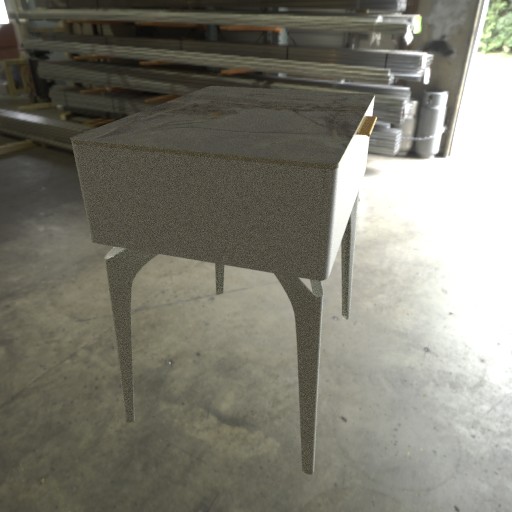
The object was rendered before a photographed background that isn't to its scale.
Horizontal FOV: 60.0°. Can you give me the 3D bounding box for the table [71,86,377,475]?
[{"bbox_3d":[0.000,0.000,0.906,0.400,0.570,0.500,9,31,16],"label":"table"}]
